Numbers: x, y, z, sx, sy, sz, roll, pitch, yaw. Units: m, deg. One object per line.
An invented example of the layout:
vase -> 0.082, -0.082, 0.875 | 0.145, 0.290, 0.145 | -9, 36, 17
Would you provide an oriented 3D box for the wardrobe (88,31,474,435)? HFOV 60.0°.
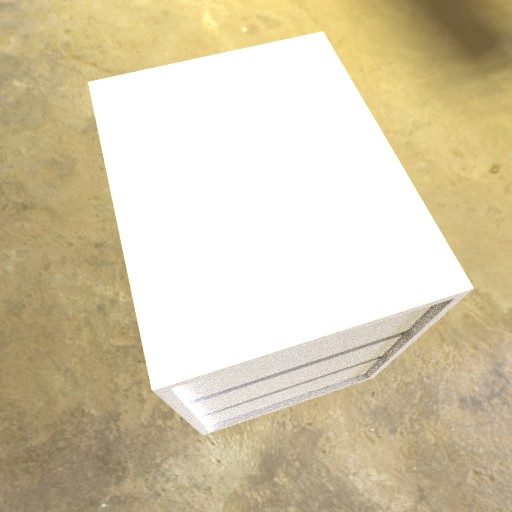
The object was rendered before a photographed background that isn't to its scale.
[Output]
wardrobe -> 0.000, 0.000, 0.853 | 0.400, 0.520, 0.500 | -16, 64, -8
